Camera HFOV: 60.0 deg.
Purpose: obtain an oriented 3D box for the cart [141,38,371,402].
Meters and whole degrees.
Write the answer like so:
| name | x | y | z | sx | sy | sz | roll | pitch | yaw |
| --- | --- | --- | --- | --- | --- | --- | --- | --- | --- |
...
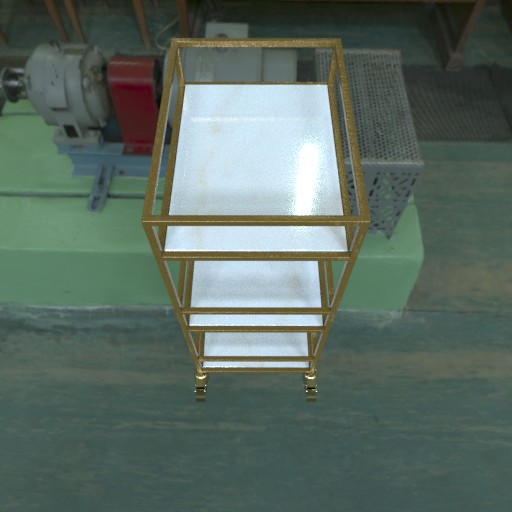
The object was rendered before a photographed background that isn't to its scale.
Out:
| name | x | y | z | sx | sy | sz | roll | pitch | yaw |
| --- | --- | --- | --- | --- | --- | --- | --- | --- | --- |
| cart | 0.000 | 0.000 | 1.004 | 0.332 | 0.761 | 0.483 | 0 | 59 | 0 |
